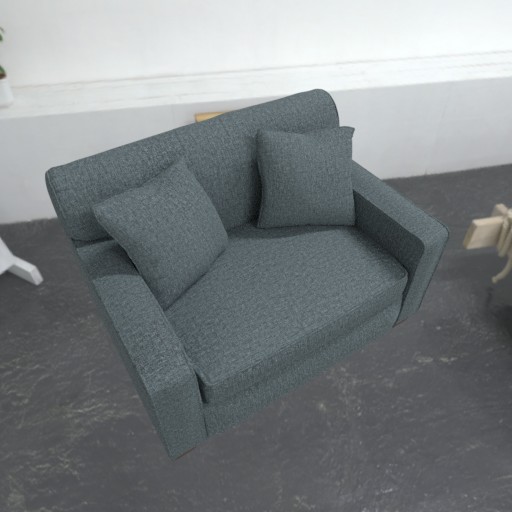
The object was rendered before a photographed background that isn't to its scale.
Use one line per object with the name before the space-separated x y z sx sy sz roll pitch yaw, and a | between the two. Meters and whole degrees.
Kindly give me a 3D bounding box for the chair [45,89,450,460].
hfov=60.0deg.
chair | 0.000 0.000 1.989 1.383 0.948 1.000 -24 50 -22
